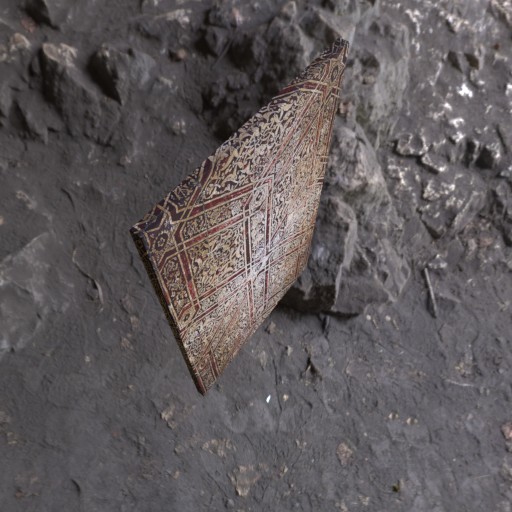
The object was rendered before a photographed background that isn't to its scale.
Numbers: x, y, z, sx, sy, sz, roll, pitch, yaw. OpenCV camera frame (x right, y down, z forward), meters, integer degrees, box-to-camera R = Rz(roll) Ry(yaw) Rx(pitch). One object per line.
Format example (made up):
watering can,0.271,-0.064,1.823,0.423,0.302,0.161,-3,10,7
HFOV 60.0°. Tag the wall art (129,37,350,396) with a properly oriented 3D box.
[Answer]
wall art,0.000,0.000,0.770,0.020,0.599,0.397,32,64,18
